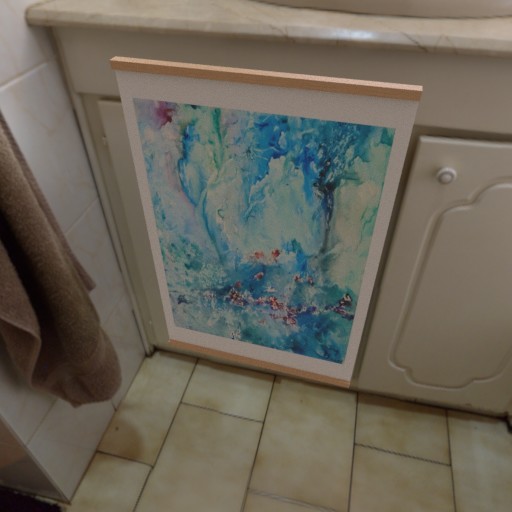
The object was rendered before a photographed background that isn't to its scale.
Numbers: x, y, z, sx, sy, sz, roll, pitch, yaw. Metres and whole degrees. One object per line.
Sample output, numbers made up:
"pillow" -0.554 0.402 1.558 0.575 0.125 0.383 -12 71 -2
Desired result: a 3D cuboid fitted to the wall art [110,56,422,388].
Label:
"wall art" 0.000 0.000 0.631 0.335 0.510 0.013 11 42 12
